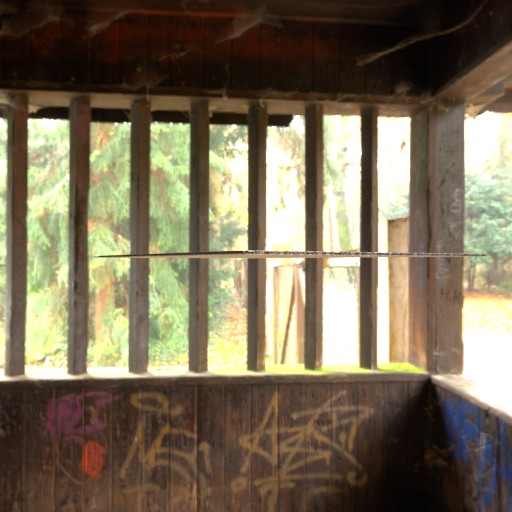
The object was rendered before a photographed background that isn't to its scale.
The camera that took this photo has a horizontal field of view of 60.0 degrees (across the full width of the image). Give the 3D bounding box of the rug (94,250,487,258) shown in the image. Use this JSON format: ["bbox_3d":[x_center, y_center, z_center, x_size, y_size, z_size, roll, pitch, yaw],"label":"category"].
[{"bbox_3d":[0.000,0.000,2.376,1.243,0.013,1.872,0,-1,-34],"label":"rug"}]
